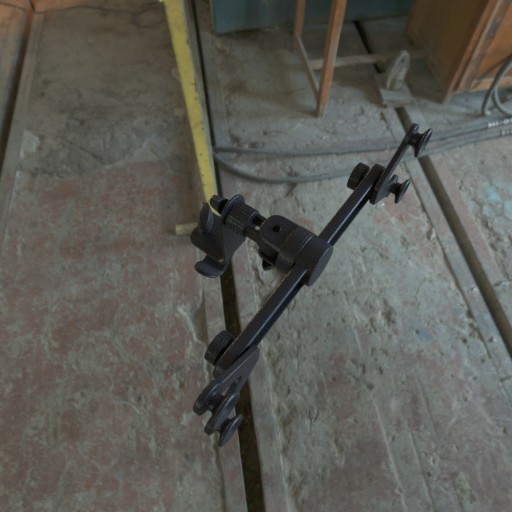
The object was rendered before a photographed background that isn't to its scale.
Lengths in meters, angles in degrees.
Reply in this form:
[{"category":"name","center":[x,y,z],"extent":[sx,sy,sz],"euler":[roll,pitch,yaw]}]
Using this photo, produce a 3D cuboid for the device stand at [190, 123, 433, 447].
[{"category":"device stand","center":[0.000,0.000,0.371],"extent":[0.142,0.166,0.270],"euler":[32,63,18]}]
